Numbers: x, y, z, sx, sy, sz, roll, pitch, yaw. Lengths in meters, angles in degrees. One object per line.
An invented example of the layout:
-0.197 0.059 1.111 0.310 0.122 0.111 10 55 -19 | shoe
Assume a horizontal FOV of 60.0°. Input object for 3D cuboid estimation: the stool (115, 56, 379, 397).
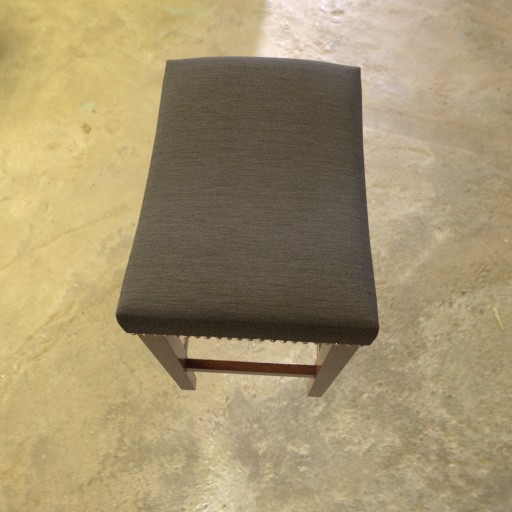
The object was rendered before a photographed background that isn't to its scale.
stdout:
0.000 0.000 0.965 0.372 0.654 0.504 3 64 1 | stool
